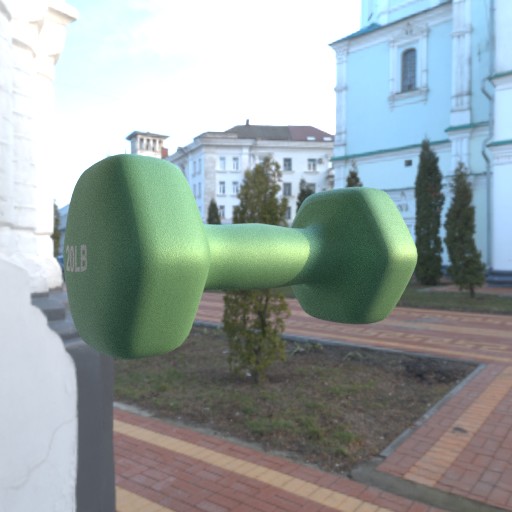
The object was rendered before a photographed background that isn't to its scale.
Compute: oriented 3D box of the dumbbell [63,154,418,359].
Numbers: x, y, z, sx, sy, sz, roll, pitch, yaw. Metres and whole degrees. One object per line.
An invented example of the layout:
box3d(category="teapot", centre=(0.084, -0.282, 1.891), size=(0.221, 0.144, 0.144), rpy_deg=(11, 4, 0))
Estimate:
box3d(category="dumbbell", centre=(0.000, 0.000, 0.331), size=(0.260, 0.117, 0.129), rpy_deg=(0, 0, -37))
